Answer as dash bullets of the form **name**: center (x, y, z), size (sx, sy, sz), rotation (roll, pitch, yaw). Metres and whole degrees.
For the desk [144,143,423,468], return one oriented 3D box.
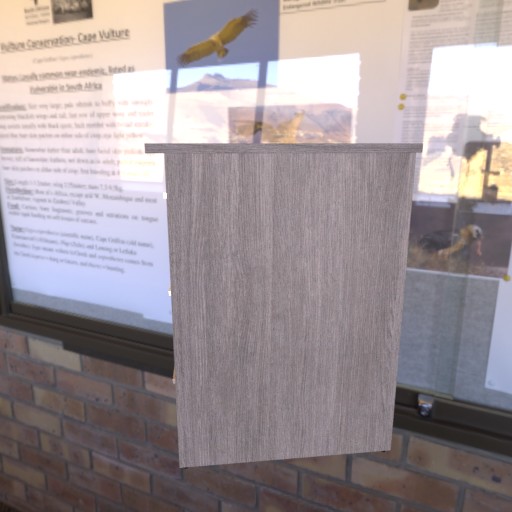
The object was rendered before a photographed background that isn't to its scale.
- **desk**: center (0.000, 0.000, 1.494), size (0.560, 0.735, 1.097), rotation (-2, 14, -7)
